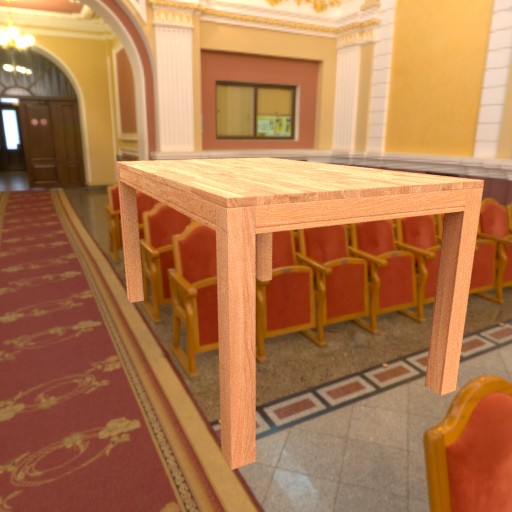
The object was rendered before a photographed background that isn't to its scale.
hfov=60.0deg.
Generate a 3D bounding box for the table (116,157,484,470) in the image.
[{"bbox_3d":[0.000,0.000,1.988,0.900,0.770,1.500,-8,17,-25],"label":"table"}]
